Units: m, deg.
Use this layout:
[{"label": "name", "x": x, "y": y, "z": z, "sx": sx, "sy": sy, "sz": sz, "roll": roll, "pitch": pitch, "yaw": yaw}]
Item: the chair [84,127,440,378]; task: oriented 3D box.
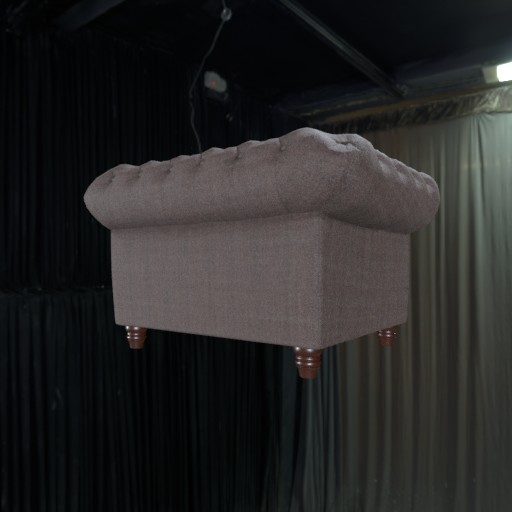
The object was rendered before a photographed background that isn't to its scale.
[{"label": "chair", "x": 0.000, "y": 0.000, "z": 1.890, "sx": 1.298, "sy": 0.780, "sz": 0.945, "roll": -1, "pitch": -2, "yaw": 36}]
